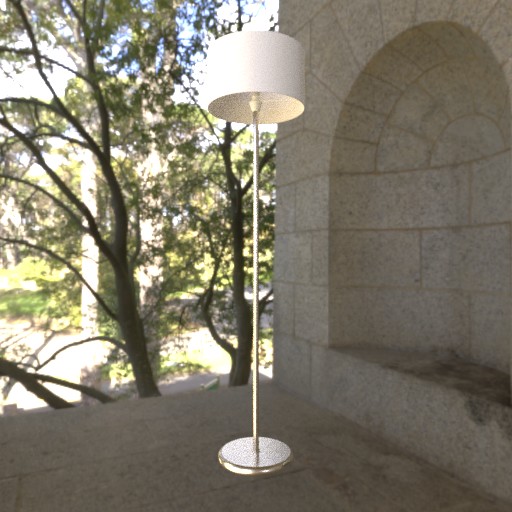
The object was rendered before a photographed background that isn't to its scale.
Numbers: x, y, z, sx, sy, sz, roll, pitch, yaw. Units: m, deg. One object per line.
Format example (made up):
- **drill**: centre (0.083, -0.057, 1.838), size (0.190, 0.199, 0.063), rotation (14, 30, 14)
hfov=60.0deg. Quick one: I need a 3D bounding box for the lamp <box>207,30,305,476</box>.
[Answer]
- **lamp**: centre (0.000, 0.000, 1.585), size (0.347, 1.443, 0.347), rotation (0, -1, 36)
